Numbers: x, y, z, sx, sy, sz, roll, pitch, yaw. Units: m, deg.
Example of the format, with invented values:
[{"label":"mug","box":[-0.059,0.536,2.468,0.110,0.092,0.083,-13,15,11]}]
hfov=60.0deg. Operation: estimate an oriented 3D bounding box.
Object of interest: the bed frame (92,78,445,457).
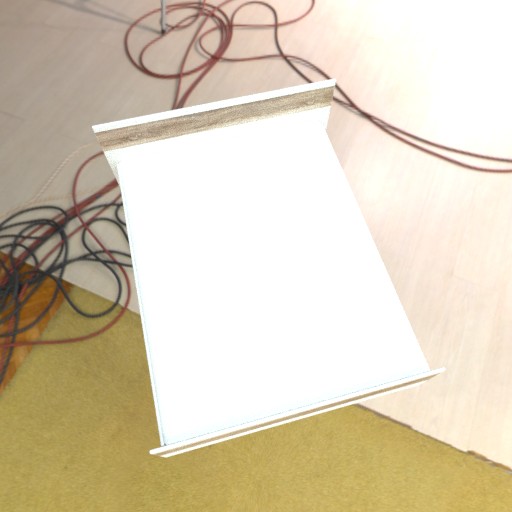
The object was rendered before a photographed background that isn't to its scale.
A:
[{"label":"bed frame","box":[0.000,0.000,2.974,1.720,0.800,2.060,-13,64,-7]}]
